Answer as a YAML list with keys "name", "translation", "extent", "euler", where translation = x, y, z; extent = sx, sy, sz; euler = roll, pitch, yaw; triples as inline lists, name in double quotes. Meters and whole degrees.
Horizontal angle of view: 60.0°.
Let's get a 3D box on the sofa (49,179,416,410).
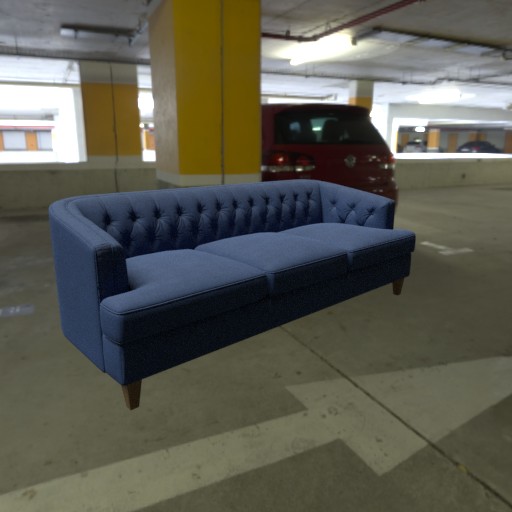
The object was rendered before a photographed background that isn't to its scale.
- name: "sofa"
  translation: [0.000, 0.000, 2.680]
  extent: [2.235, 0.787, 0.914]
  euler: [-13, 19, -42]
